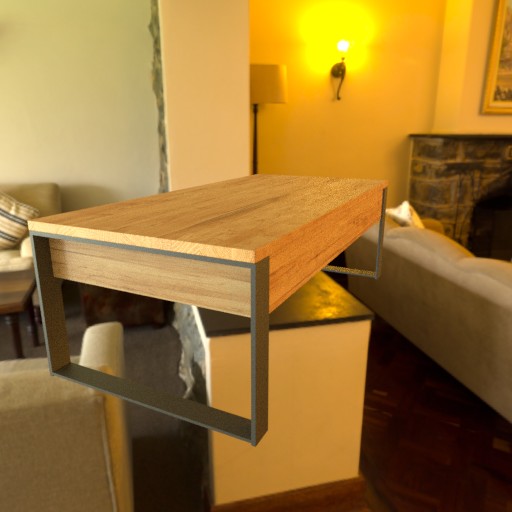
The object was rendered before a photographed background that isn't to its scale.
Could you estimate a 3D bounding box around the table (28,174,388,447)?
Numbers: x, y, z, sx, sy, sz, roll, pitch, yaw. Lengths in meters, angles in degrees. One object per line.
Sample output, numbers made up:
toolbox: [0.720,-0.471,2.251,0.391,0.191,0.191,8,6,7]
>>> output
table: [0.000,0.000,1.447,0.590,0.400,1.180,8,18,26]
